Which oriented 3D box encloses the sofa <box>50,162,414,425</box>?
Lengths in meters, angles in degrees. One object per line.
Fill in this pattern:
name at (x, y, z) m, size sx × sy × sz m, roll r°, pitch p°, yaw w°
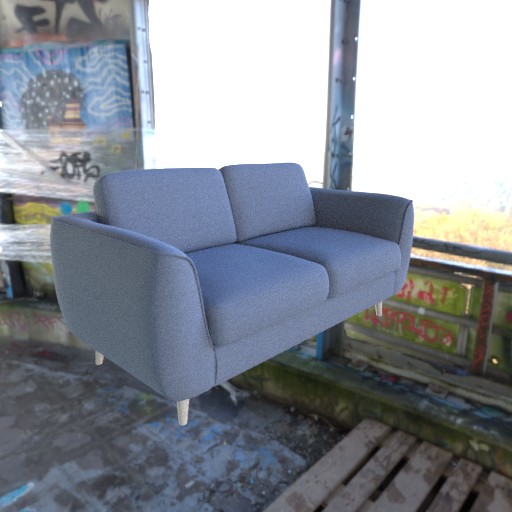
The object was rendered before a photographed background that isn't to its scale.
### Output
sofa at (0.000, 0.000, 2.166) m, size 0.920 × 0.850 × 1.700 m, roll 14°, pitch 20°, yaw 42°
